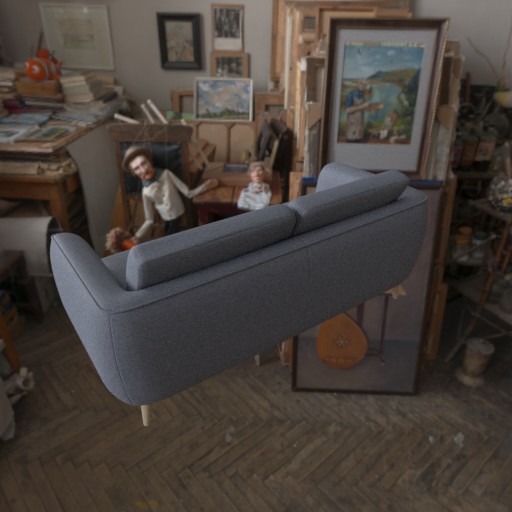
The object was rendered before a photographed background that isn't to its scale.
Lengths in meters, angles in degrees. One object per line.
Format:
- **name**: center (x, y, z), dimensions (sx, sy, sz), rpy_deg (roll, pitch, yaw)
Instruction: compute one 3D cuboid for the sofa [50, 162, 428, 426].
- **sofa**: center (0.000, 0.000, 2.550), dimensions (2.000, 0.870, 0.920), rpy_deg (-20, 36, -29)
